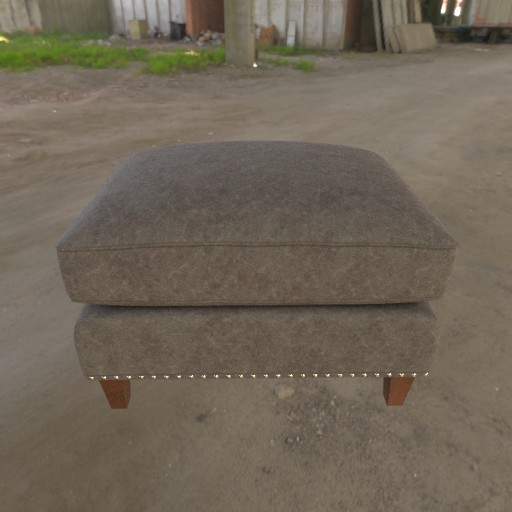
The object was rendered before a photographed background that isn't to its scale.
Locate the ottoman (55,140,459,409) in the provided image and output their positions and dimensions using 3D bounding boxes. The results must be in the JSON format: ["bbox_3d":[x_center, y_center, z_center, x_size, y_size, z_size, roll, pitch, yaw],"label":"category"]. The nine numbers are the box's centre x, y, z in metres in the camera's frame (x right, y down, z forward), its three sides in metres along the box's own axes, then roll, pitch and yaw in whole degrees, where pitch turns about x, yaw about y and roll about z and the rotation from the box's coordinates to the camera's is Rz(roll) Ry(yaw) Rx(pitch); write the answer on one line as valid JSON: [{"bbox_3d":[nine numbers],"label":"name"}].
[{"bbox_3d":[0.000,0.000,1.119,0.741,0.513,0.584,0,29,-1],"label":"ottoman"}]
